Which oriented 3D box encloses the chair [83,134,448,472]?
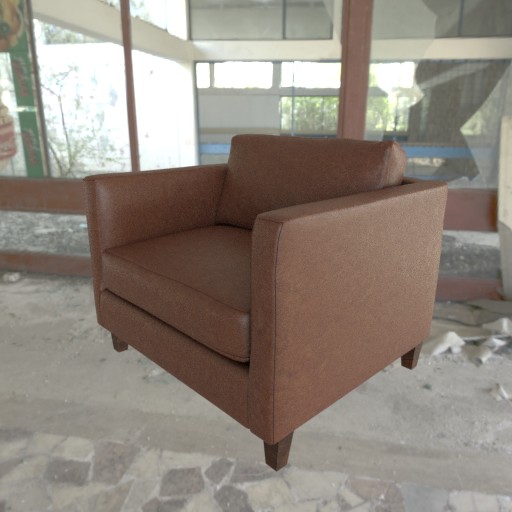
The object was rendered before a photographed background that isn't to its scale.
[{"bbox_3d":[0.000,0.000,1.766,0.959,0.917,1.107,-16,23,-41],"label":"chair"}]
